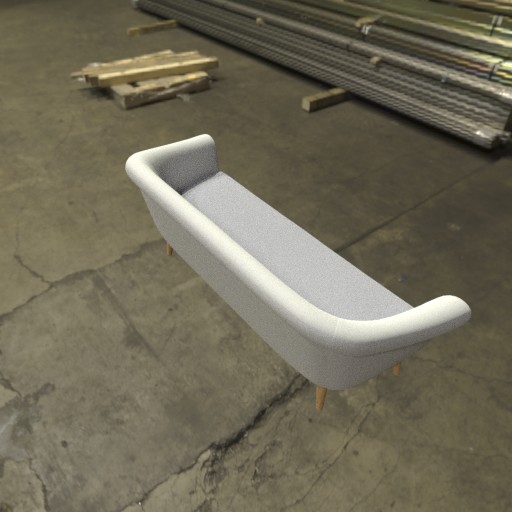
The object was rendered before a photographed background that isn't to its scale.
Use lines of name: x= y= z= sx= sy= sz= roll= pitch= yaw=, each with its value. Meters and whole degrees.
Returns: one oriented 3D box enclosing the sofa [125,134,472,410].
sofa: x=0.000 y=0.000 z=2.561 sx=0.827 sy=0.795 sz=2.160 roll=-28 pitch=49 yaw=-28
